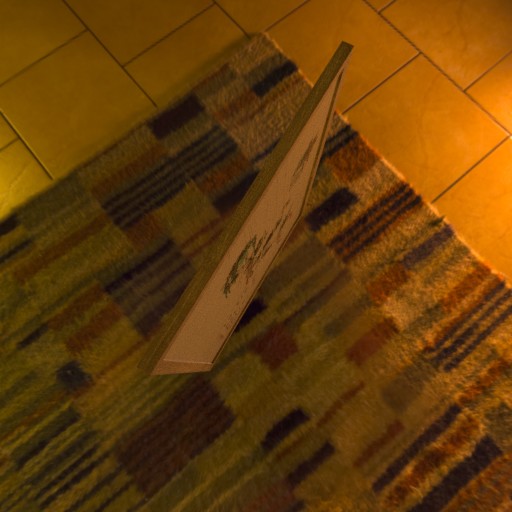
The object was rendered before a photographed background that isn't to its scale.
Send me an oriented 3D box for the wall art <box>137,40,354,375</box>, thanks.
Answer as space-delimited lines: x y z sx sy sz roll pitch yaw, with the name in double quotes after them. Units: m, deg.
0.000 0.000 1.354 0.035 1.022 0.781 29 78 7 "wall art"
